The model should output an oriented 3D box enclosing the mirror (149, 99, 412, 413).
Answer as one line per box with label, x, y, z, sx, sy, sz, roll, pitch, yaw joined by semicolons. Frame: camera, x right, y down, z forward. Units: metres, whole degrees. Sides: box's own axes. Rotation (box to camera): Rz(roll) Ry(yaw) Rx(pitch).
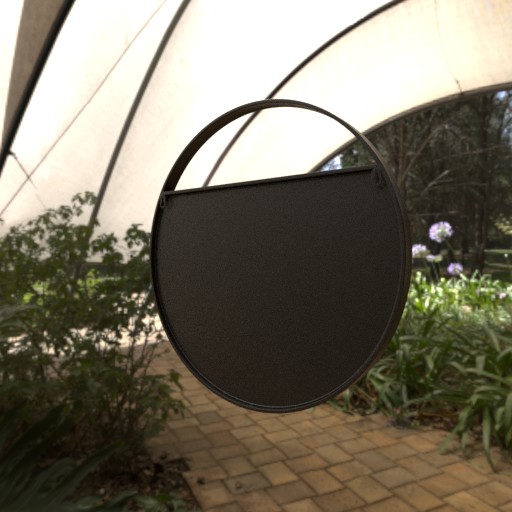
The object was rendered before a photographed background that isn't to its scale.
mirror;0.000;0.000;0.825;0.565;0.565;0.032;0;0;37
